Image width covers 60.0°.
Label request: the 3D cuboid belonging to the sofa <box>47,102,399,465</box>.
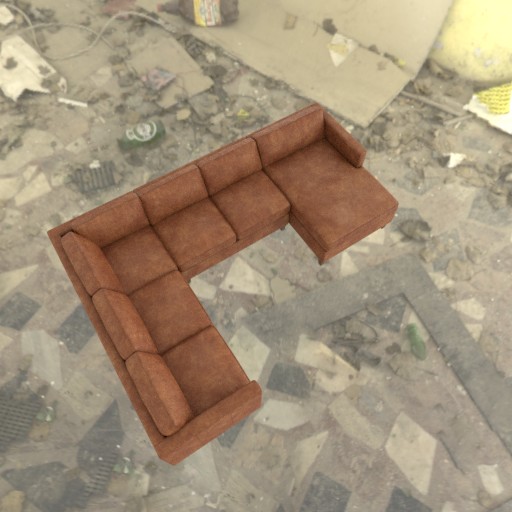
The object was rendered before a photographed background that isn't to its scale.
[{"bbox_3d":[0.000,0.000,4.542,3.324,0.888,2.452,-30,65,-16],"label":"sofa"}]
